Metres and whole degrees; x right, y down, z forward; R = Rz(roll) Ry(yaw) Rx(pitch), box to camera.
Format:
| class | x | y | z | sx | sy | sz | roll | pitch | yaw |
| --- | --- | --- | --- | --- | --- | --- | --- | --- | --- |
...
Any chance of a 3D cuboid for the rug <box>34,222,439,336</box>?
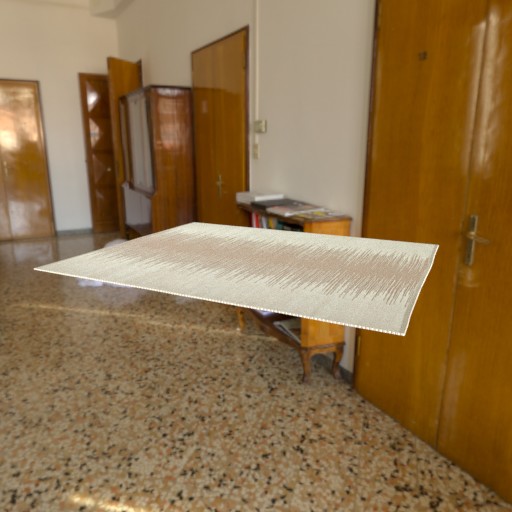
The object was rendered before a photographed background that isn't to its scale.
| class | x | y | z | sx | sy | sz | roll | pitch | yaw |
| --- | --- | --- | --- | --- | --- | --- | --- | --- | --- |
| rug | 0.000 | 0.000 | 4.186 | 3.048 | 0.013 | 2.438 | 7 | 16 | 25 |
